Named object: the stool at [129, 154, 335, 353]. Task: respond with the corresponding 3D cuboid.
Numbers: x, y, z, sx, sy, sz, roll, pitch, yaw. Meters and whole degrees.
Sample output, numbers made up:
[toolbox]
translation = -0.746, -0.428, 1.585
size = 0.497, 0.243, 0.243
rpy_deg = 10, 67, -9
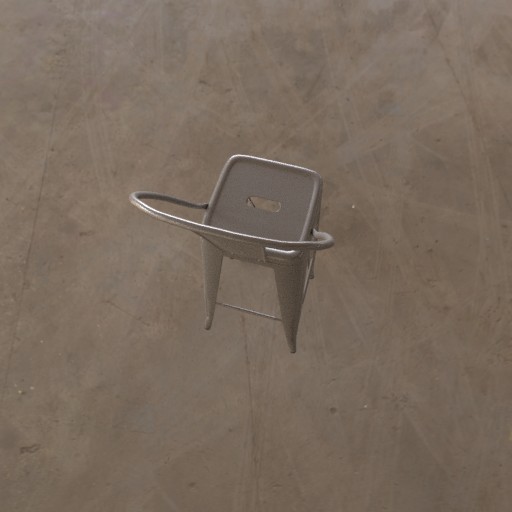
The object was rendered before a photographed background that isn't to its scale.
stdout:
[stool]
translation = 0.000, 0.000, 1.335
size = 0.399, 1.096, 0.513
rpy_deg = 14, 63, 7
